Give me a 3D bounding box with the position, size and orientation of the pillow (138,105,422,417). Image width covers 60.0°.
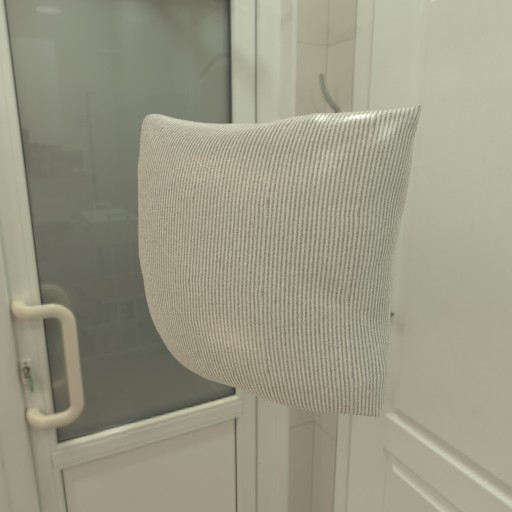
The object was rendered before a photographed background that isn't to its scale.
[{"bbox_3d":[0.000,0.000,0.682,0.310,0.432,0.387,-7,15,-26],"label":"pillow"}]
